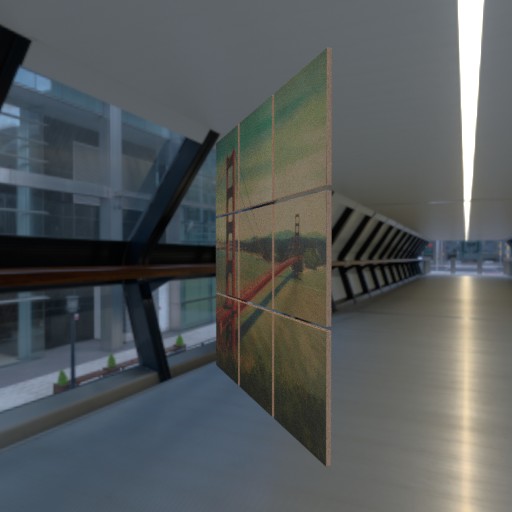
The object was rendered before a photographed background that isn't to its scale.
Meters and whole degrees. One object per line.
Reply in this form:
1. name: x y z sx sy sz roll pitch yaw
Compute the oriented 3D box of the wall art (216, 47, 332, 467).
1. wall art: 0.000 0.000 1.393 0.012 0.910 0.917 0 1 -20
